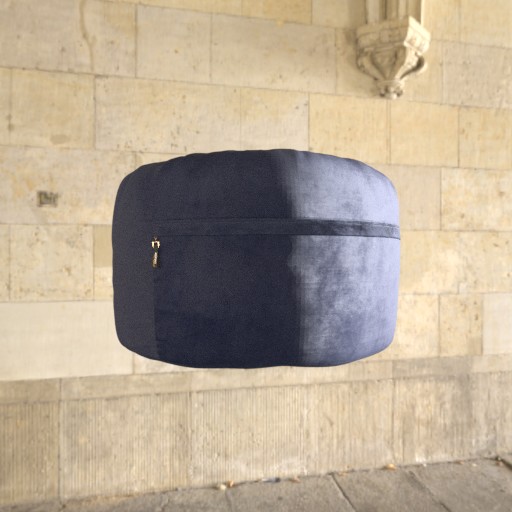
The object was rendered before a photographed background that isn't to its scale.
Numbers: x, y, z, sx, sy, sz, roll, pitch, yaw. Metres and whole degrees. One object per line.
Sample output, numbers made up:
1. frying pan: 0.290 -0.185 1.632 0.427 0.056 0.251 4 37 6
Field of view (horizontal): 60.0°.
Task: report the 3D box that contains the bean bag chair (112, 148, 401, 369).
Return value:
1. bean bag chair: 0.000 0.000 1.958 1.219 0.762 1.219 0 0 0
